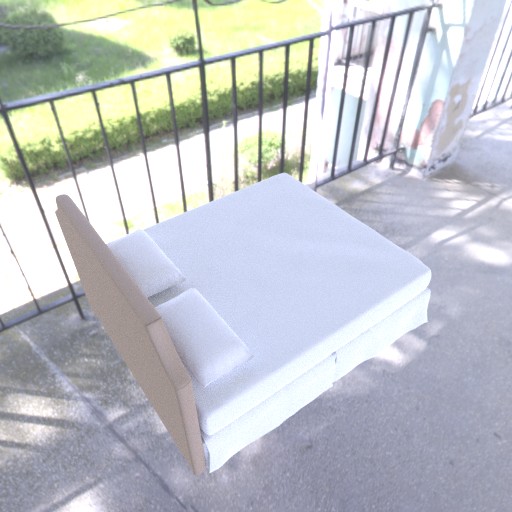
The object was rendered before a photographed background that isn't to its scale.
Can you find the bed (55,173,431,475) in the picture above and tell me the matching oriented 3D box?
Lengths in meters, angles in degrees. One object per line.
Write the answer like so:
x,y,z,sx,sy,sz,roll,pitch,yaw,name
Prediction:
0.000,0.000,4.154,2.773,1.590,2.350,-26,48,-26,bed
